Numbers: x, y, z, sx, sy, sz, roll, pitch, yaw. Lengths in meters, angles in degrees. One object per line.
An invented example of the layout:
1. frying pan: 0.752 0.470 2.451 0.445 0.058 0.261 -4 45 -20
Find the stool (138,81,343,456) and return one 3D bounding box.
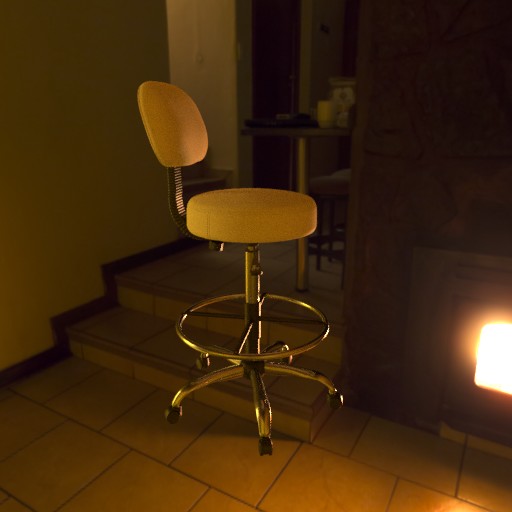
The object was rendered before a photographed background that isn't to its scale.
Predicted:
1. stool: 0.000 0.000 1.465 0.616 1.080 0.609 3 16 10
